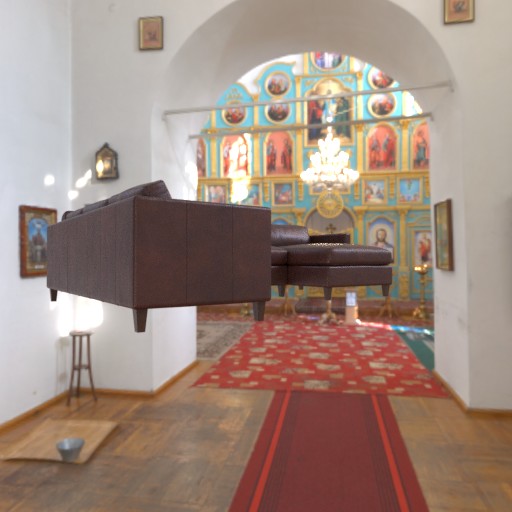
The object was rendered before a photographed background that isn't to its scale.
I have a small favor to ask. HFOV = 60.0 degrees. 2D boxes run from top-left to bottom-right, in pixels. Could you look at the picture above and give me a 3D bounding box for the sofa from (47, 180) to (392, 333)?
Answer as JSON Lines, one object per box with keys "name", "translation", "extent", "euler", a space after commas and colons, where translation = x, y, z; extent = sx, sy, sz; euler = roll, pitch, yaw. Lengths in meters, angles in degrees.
{"name": "sofa", "translation": [0.000, 0.000, 4.321], "extent": [3.324, 0.891, 2.452], "euler": [1, -1, -35]}
